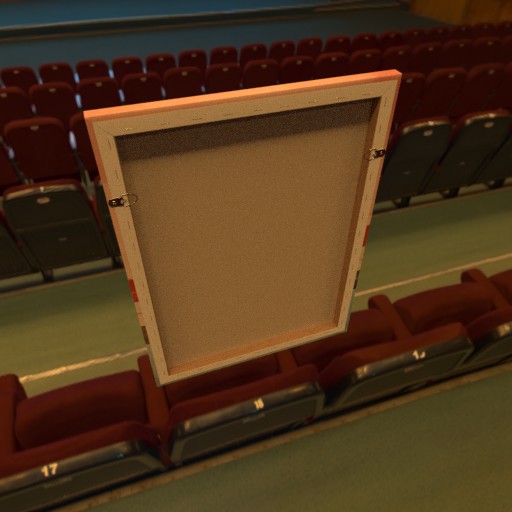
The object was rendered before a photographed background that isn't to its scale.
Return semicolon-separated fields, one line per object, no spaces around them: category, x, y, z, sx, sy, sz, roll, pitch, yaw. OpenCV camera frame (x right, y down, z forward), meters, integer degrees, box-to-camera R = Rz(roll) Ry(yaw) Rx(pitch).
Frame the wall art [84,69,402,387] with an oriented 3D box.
wall art;0.000;0.000;1.358;0.761;1.016;0.039;-13;43;-14
